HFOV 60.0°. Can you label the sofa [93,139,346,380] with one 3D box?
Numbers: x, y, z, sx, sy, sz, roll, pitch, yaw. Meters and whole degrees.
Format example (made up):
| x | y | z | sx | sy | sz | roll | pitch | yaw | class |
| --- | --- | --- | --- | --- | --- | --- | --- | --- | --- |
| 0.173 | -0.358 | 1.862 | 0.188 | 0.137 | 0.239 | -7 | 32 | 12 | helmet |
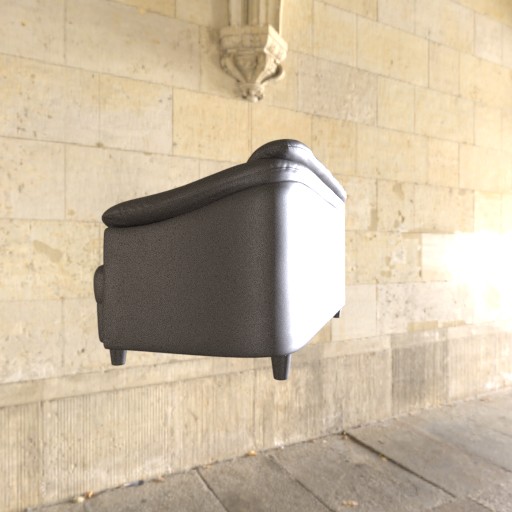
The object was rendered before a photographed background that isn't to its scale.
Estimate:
| x | y | z | sx | sy | sz | roll | pitch | yaw | class |
| --- | --- | --- | --- | --- | --- | --- | --- | --- | --- |
| 0.000 | 0.000 | 2.277 | 0.800 | 0.811 | 1.829 | 0 | 1 | 17 | sofa |
